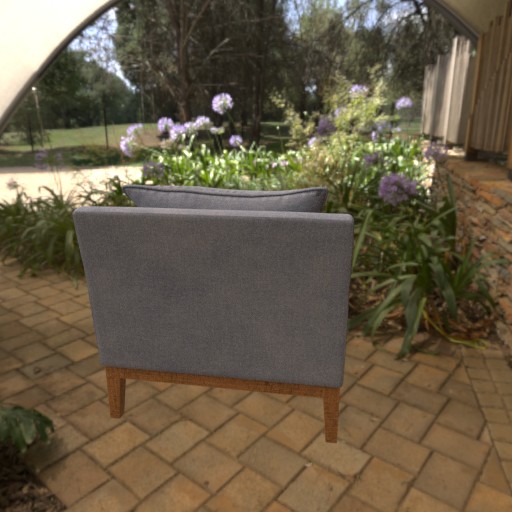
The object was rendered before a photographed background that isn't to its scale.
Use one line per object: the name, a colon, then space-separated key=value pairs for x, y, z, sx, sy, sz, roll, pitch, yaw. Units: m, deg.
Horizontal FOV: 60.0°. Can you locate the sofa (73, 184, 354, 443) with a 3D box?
sofa: x=0.000 y=0.000 z=2.270 sx=0.904 sy=0.883 sz=1.779 roll=3 pitch=16 yaw=9
